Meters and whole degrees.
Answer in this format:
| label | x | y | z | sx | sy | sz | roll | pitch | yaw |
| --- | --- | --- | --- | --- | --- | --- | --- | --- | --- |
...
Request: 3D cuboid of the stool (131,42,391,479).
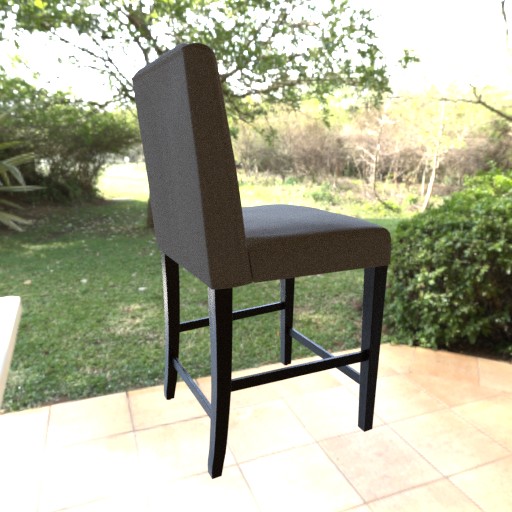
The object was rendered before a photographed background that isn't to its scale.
| label | x | y | z | sx | sy | sz | roll | pitch | yaw |
| --- | --- | --- | --- | --- | --- | --- | --- | --- | --- |
| stool | 0.000 | 0.000 | 1.182 | 0.509 | 0.939 | 0.474 | -7 | 16 | -26 |
